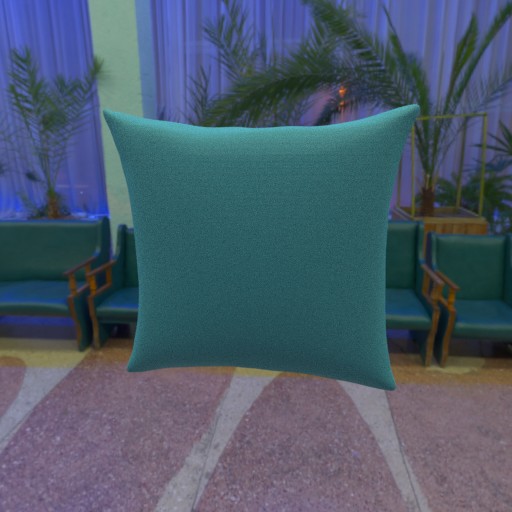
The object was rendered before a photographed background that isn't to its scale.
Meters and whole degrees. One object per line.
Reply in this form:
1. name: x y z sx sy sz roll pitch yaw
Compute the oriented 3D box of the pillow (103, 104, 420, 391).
1. pillow: 0.000 0.000 0.772 0.514 0.497 0.150 2 17 7
